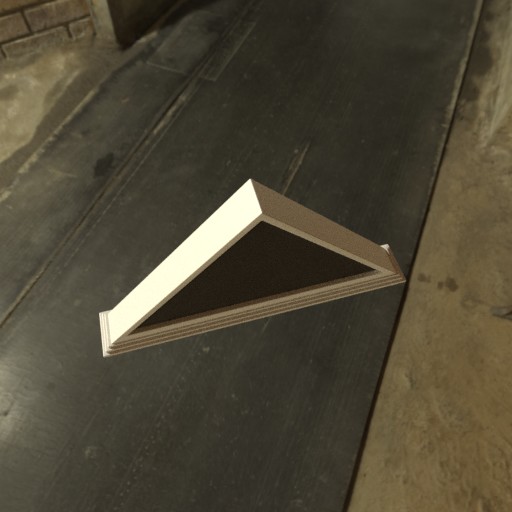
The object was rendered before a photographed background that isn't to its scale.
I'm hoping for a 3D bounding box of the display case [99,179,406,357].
[{"bbox_3d":[0.000,0.000,0.787,0.640,0.340,0.095,-13,60,-8],"label":"display case"}]
